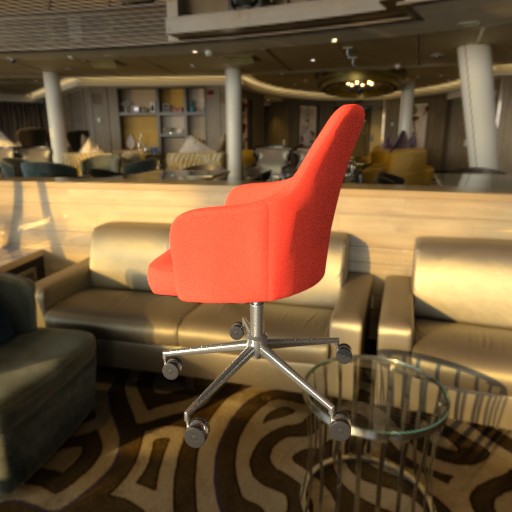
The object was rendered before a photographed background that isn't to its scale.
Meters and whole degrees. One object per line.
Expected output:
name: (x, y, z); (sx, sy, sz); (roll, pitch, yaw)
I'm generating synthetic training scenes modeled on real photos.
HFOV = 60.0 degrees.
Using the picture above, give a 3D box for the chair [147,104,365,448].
chair: (0.000, 0.000, 1.285); (0.600, 0.820, 0.655); (3, 15, 10)
